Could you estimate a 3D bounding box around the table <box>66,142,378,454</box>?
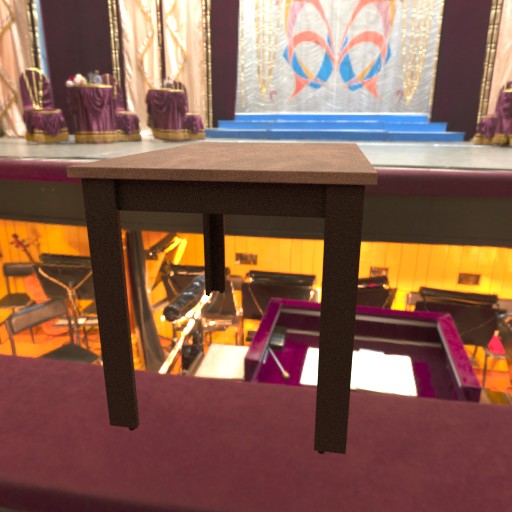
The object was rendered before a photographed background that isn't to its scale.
[{"bbox_3d":[0.000,0.000,1.593,0.700,0.734,1.100,3,18,9],"label":"table"}]
